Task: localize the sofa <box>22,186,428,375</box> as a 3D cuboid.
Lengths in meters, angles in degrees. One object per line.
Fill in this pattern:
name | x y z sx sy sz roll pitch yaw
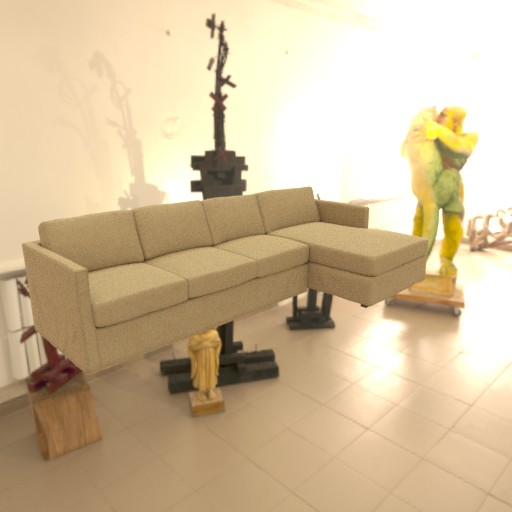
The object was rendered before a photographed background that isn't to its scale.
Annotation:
sofa | 0.000 0.000 3.780 3.177 0.867 1.622 -15 22 -42
